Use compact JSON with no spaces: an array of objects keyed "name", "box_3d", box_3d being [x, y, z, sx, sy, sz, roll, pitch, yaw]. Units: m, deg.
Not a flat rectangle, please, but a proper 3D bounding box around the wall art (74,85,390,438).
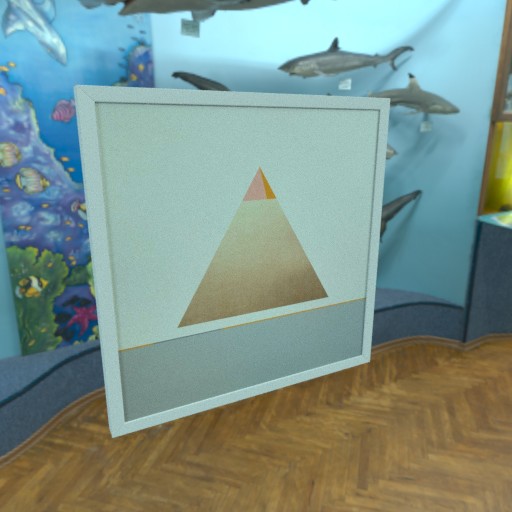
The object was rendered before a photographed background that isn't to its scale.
[{"name":"wall art","box_3d":[0.000,0.000,1.107,0.768,0.765,0.041,-8,18,-26]}]
